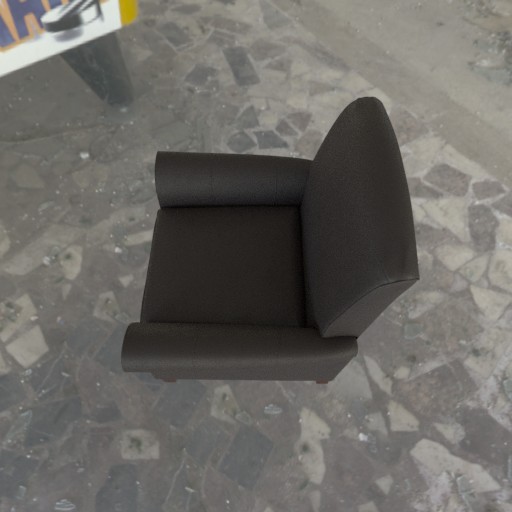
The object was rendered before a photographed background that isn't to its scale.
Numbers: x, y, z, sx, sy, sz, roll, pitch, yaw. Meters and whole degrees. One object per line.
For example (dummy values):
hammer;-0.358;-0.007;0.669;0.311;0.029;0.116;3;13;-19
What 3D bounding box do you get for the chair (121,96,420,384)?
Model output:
chair;0.000;0.000;1.766;0.902;1.061;0.978;0;58;0
